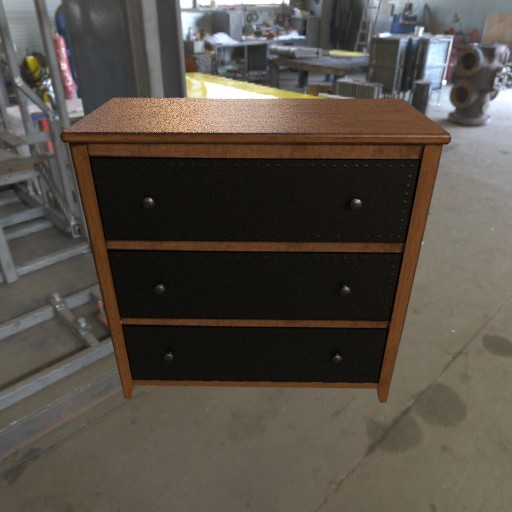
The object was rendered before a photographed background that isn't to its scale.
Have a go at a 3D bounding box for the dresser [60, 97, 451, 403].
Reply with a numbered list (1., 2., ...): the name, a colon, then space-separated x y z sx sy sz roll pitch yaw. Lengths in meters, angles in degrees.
1. dresser: 0.000 0.000 1.954 1.250 1.224 0.591 1 30 1
